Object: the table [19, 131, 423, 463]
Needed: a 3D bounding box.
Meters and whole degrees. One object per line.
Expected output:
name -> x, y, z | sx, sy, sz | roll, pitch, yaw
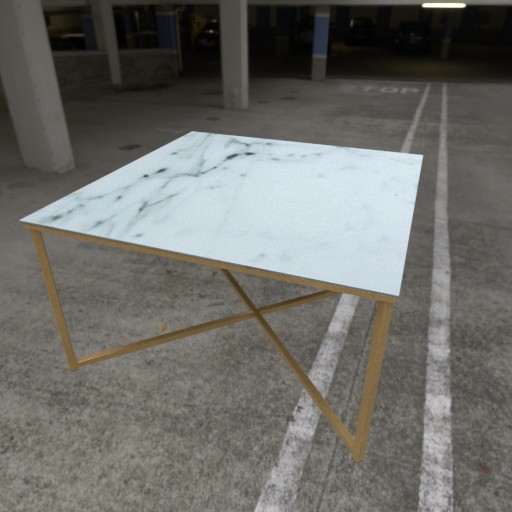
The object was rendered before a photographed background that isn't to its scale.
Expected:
table -> 0.000, 0.000, 1.278 | 0.800, 0.450, 0.800 | 11, 32, 18
